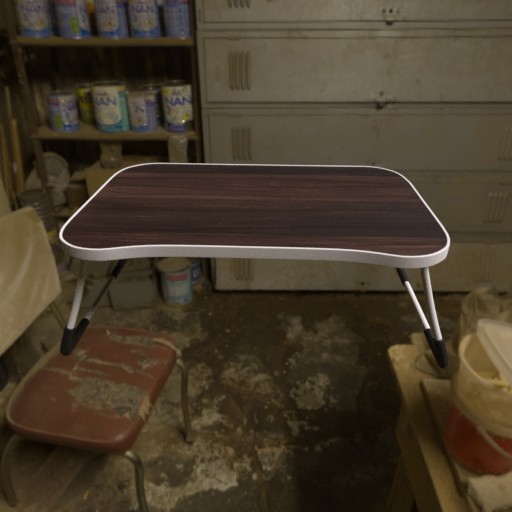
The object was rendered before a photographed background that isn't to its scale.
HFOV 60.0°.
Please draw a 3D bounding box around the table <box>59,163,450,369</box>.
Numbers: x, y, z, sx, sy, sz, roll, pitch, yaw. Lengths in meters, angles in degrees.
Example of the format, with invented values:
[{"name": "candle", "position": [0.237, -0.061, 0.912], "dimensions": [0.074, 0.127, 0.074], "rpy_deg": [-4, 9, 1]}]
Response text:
[{"name": "table", "position": [0.000, 0.000, 0.845], "dimensions": [0.660, 0.232, 0.400], "rpy_deg": [1, 29, 2]}]
